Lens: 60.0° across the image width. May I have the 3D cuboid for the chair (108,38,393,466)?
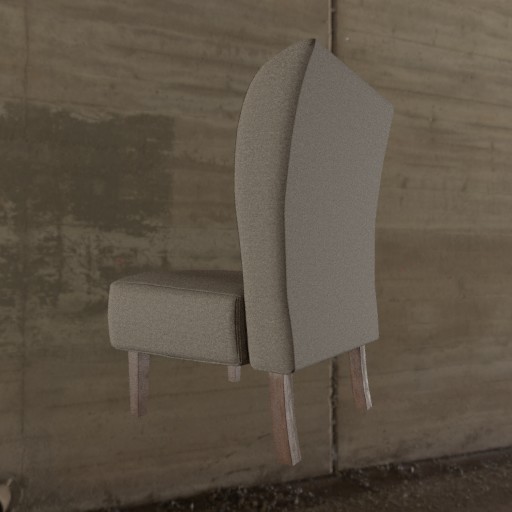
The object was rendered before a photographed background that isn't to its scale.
[{"bbox_3d":[0.000,0.000,1.155,0.592,0.804,0.513,-1,-1,35],"label":"chair"}]
